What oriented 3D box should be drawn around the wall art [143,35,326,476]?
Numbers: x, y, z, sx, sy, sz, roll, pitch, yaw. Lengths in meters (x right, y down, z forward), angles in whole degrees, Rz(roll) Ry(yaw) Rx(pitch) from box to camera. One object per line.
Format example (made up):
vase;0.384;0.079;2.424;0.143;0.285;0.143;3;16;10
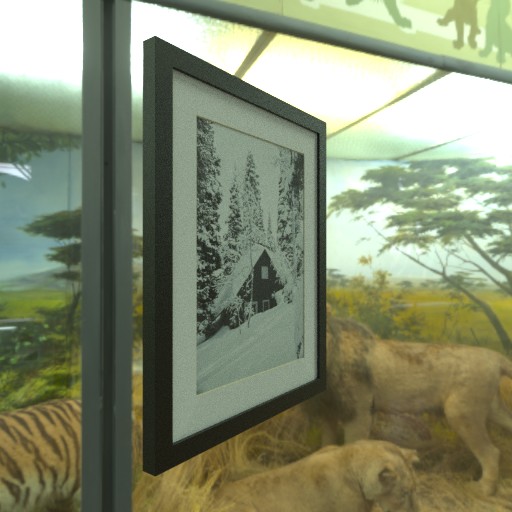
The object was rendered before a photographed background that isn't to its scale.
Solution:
wall art;0.000;0.000;0.534;0.018;0.397;0.325;0;0;37
